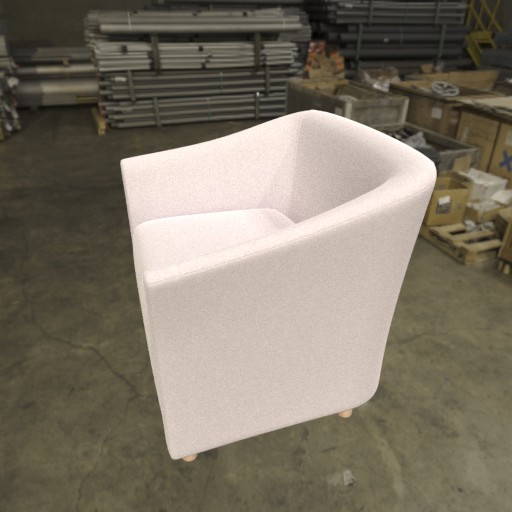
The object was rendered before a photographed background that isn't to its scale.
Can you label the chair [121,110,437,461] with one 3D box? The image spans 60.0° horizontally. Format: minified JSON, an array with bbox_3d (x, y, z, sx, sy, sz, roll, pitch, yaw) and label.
[{"bbox_3d":[0.000,0.000,1.327,0.700,0.720,0.790,-9,30,-16],"label":"chair"}]
